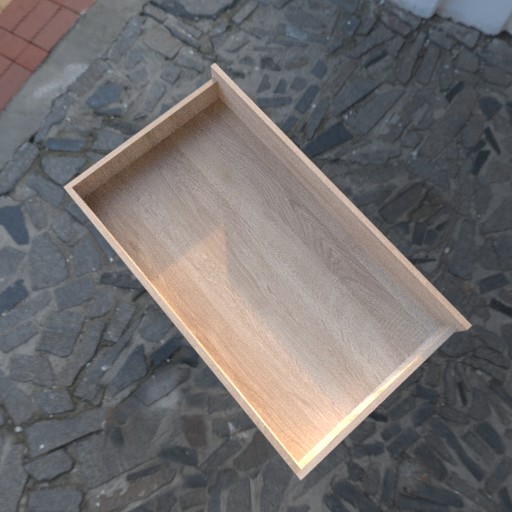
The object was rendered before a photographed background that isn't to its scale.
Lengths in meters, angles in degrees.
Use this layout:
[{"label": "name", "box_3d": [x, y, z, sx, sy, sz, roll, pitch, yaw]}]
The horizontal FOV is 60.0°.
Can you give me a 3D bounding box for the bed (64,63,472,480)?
[{"label": "bed", "box_3d": [0.000, 0.000, 1.476, 0.685, 0.209, 1.200, -40, 79, -10]}]
